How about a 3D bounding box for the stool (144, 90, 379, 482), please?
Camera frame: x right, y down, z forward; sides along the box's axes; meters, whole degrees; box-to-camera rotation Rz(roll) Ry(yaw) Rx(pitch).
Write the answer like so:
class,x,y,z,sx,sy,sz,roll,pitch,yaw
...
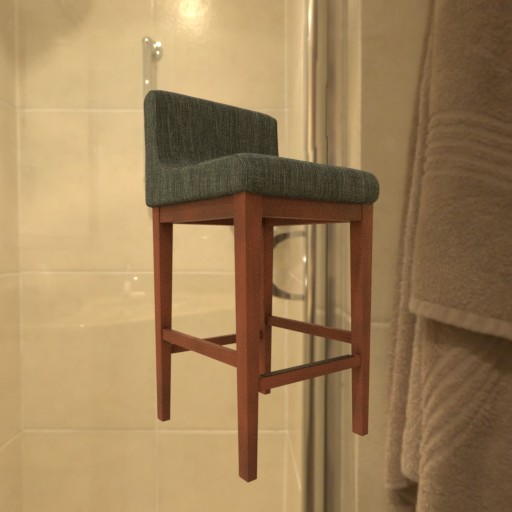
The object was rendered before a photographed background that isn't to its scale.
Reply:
class,x,y,z,sx,sy,sz,roll,pitch,yaw
stool,0.000,0.000,1.086,0.395,0.835,0.459,-1,2,-38
